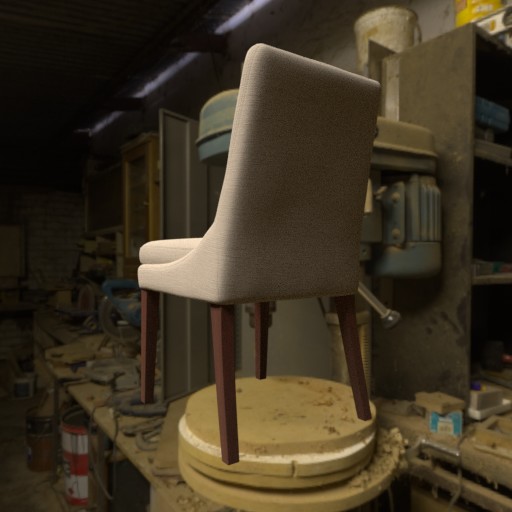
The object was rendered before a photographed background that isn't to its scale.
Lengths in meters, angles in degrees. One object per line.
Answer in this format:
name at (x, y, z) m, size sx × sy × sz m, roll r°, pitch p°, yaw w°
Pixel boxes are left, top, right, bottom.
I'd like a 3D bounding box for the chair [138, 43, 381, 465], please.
chair at (0.000, 0.000, 1.314) m, size 0.515 × 0.940 × 0.638 m, roll 0°, pitch 1°, yaw -35°
